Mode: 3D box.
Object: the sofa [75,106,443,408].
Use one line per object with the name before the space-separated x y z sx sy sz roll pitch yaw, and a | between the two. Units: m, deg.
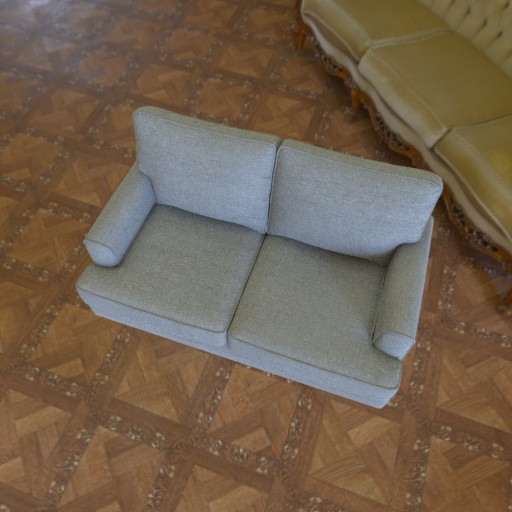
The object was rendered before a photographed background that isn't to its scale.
sofa | 0.000 0.000 2.277 1.651 0.965 0.965 16 59 10
